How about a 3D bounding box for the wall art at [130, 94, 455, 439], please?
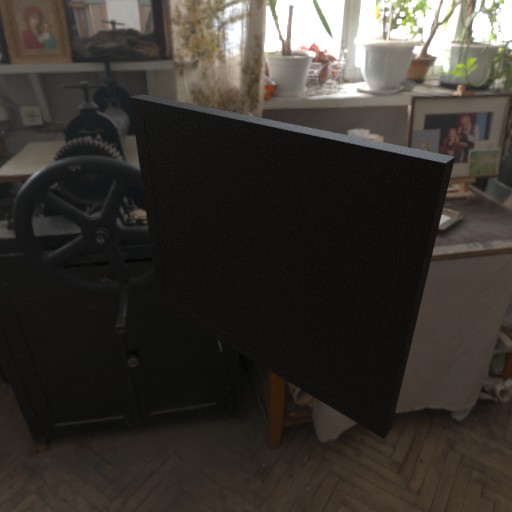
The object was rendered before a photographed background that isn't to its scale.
[{"bbox_3d":[0.000,0.000,0.757,0.558,0.457,0.029,23,38,33],"label":"wall art"}]
